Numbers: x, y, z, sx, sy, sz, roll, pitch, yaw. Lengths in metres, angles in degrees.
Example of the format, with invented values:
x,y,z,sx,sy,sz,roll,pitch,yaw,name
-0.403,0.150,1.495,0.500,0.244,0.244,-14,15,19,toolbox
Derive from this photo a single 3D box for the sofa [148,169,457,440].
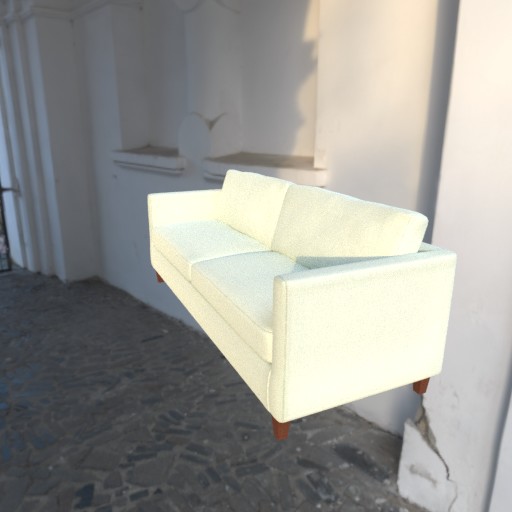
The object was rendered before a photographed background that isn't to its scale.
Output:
x,y,z,sx,sy,sz,roll,pitch,yaw,name
0.000,0.000,2.962,0.948,0.965,2.434,-8,18,-24,sofa
